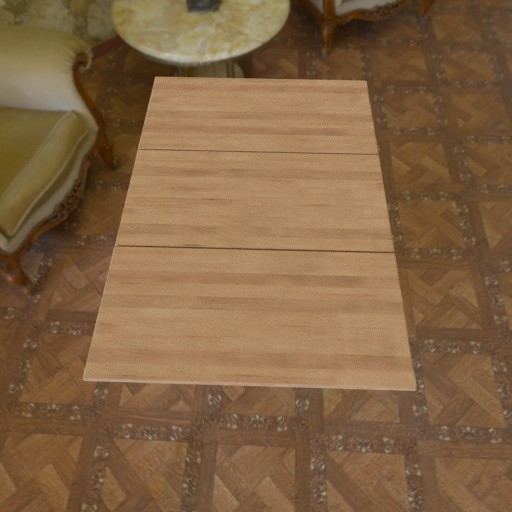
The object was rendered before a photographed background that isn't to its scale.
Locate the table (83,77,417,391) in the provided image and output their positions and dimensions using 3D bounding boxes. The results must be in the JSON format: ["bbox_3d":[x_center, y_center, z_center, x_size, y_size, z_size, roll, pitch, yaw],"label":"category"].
[{"bbox_3d":[0.000,0.000,1.860,0.900,0.770,1.300,1,58,1],"label":"table"}]
